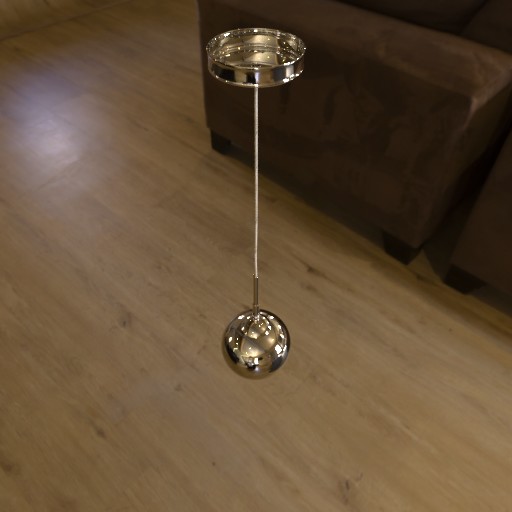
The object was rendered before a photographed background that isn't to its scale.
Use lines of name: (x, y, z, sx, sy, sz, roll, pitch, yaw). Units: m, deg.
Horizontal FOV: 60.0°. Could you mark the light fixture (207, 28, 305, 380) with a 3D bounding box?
light fixture: (0.000, 0.000, 1.675, 0.336, 1.538, 0.336, -24, 51, -21)
